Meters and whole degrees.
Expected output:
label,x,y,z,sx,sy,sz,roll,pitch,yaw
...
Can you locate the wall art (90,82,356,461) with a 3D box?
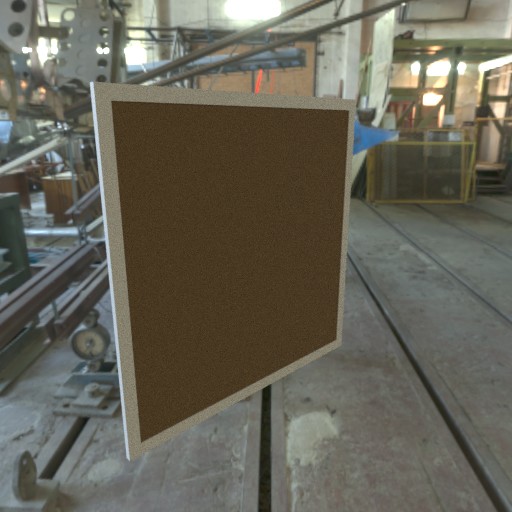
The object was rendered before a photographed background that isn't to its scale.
label,x,y,z,sx,sy,sz,roll,pitch,yaw
wall art,0.000,0.000,1.175,0.812,0.812,0.015,-15,22,-41
